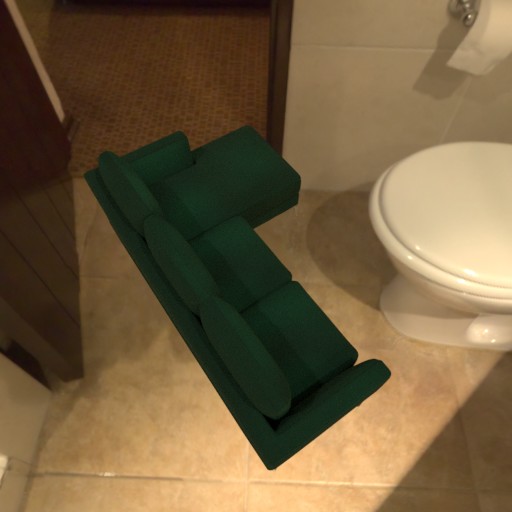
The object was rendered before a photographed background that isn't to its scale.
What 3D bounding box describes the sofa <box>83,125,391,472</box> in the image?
[{"bbox_3d":[0.000,0.000,3.209,1.489,1.007,2.441,-30,62,-18],"label":"sofa"}]
